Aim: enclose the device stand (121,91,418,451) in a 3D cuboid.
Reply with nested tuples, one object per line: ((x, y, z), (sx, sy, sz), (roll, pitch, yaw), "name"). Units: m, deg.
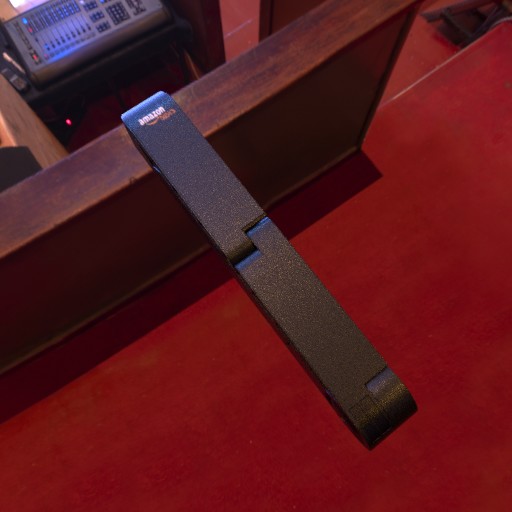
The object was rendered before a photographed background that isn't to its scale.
((0.000, 0.000, 0.194), (0.026, 0.030, 0.179), (-36, 77, -9), "device stand")
